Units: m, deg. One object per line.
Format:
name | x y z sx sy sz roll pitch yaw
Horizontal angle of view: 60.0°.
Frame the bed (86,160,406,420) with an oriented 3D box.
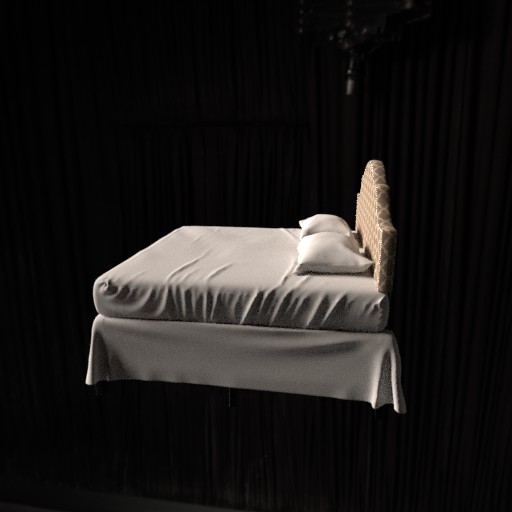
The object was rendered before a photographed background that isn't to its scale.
bed | 0.000 0.000 3.768 2.222 1.601 2.314 2 15 8
